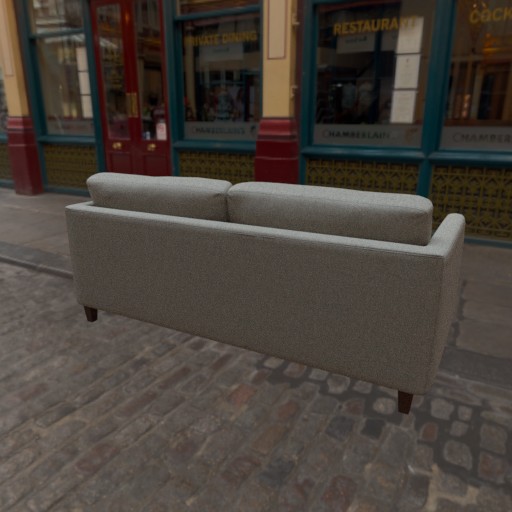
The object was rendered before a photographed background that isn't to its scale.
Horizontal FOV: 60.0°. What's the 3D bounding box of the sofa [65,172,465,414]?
[{"bbox_3d":[0.000,0.000,2.676,2.208,0.963,0.956,9,19,28],"label":"sofa"}]
